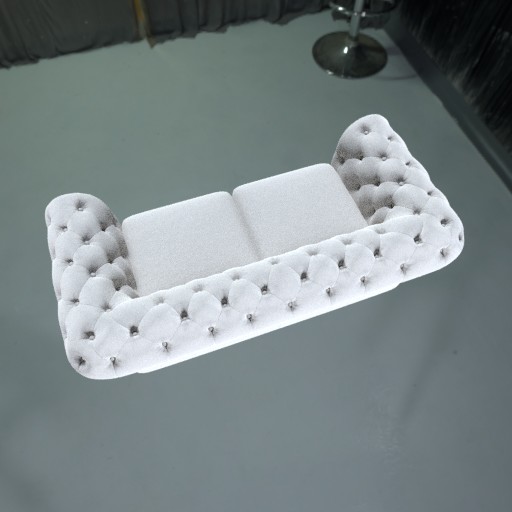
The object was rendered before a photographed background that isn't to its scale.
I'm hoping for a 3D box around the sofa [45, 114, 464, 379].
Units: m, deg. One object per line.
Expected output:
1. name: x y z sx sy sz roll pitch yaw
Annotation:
1. sofa: 0.000 0.000 2.451 1.998 0.764 0.986 -17 61 -10
